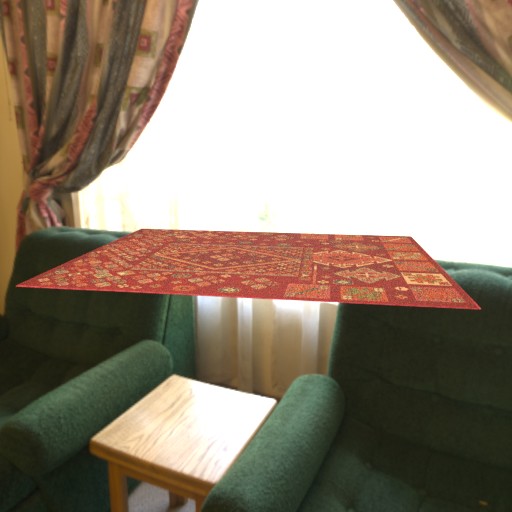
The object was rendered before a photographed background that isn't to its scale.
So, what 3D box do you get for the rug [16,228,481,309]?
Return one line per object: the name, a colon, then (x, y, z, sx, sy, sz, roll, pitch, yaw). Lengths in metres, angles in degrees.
rug: (0.000, 0.000, 4.249, 3.306, 0.011, 2.389, 2, 14, 8)
